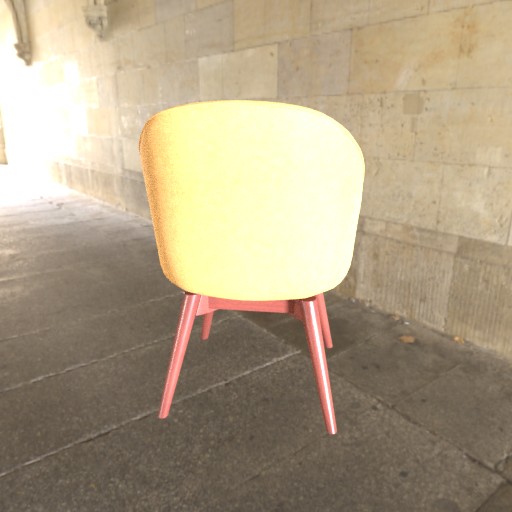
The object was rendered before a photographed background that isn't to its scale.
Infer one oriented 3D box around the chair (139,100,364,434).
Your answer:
[{"bbox_3d":[0.000,0.000,1.278,0.596,0.823,0.635,2,17,8],"label":"chair"}]
